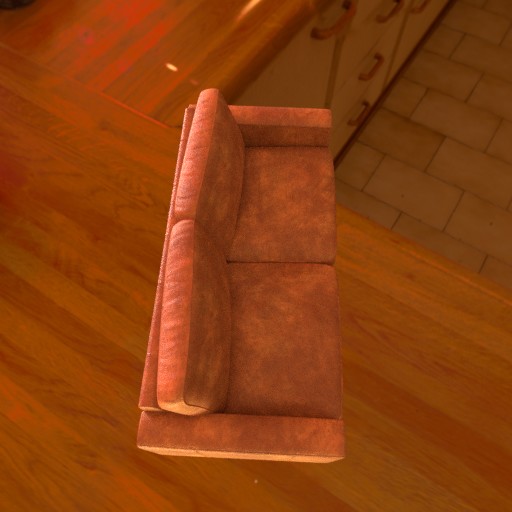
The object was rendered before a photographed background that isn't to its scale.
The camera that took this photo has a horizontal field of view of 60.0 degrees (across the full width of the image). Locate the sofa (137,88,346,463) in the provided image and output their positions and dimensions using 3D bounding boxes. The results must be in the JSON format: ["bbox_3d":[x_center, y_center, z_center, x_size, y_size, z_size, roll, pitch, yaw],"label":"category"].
[{"bbox_3d":[0.000,0.000,2.647,1.016,0.873,2.179,2,63,1],"label":"sofa"}]
